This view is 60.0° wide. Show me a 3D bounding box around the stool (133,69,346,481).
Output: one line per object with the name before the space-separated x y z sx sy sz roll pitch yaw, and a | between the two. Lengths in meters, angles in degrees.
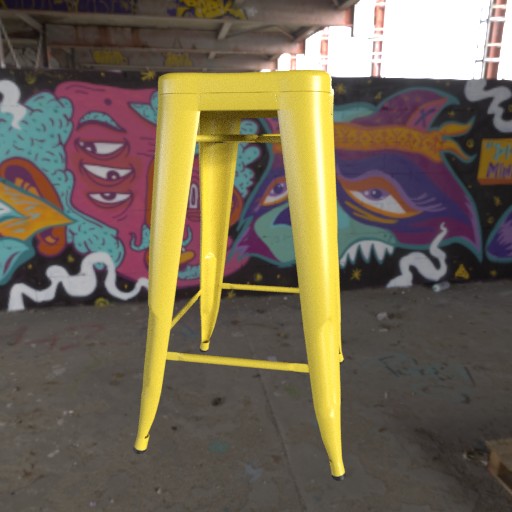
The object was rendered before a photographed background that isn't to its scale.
stool | 0.000 0.000 0.829 0.359 0.609 0.399 3 15 10
